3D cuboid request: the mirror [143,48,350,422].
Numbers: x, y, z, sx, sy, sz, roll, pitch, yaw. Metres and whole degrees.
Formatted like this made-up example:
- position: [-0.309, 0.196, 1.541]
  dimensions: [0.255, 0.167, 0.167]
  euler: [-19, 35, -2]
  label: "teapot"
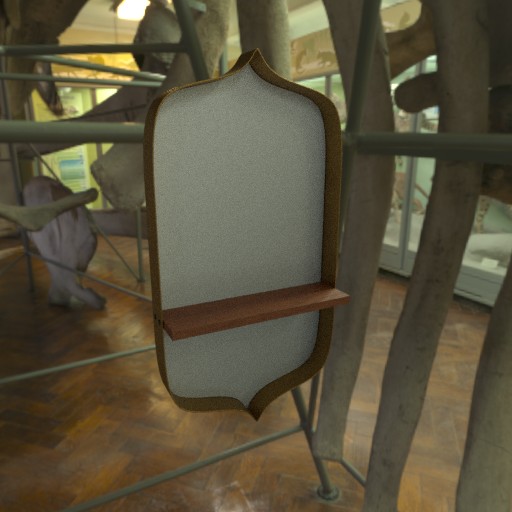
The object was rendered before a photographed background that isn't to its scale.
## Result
- position: [0.000, 0.000, 0.713]
  dimensions: [0.323, 0.613, 0.096]
  euler: [-8, 17, -26]
  label: "mirror"
